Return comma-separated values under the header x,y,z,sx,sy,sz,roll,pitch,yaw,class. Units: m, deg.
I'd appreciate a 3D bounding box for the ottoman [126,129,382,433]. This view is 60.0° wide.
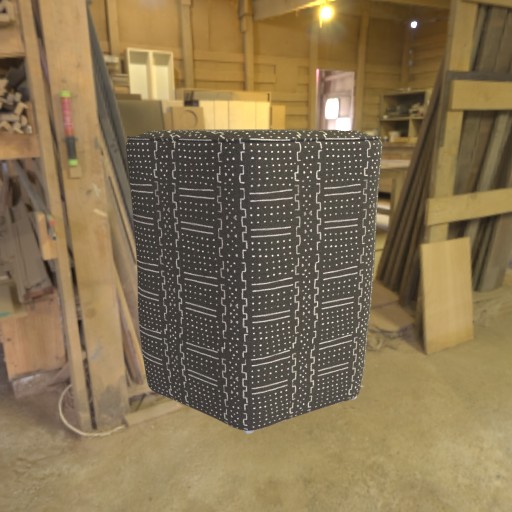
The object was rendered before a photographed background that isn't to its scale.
x,y,z,sx,sy,sz,roll,pitch,yaw,class
0.000,0.000,0.917,0.494,0.502,0.443,-8,18,-25,ottoman
